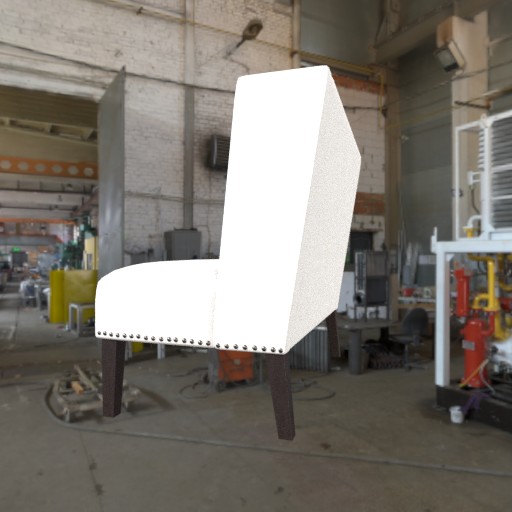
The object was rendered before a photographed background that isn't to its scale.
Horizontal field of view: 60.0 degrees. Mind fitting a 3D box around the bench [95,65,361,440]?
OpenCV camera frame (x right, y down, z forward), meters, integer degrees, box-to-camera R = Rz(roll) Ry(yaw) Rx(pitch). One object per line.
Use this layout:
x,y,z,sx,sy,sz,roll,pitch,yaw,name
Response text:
0.000,0.000,2.017,0.847,1.123,1.280,0,0,18,bench
